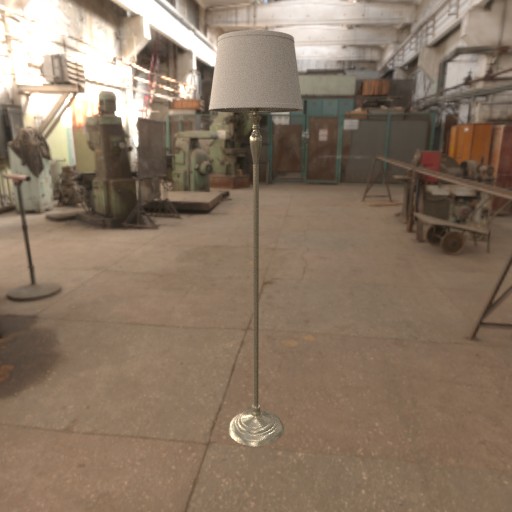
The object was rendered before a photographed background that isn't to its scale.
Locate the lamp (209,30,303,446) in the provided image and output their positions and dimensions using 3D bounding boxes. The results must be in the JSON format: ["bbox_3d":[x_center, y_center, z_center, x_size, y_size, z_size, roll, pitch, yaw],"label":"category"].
[{"bbox_3d":[0.000,0.000,1.680,0.327,1.506,0.327,3,15,9],"label":"lamp"}]
